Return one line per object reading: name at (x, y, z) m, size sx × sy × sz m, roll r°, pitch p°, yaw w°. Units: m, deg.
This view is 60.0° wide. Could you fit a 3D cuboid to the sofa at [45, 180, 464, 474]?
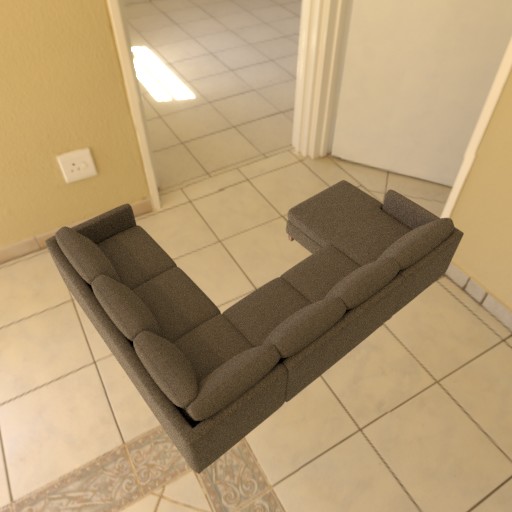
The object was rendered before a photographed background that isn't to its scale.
sofa at (0.000, 0.000, 4.473) m, size 3.238 × 0.853 × 2.551 m, roll -31°, pitch 54°, yaw -26°
